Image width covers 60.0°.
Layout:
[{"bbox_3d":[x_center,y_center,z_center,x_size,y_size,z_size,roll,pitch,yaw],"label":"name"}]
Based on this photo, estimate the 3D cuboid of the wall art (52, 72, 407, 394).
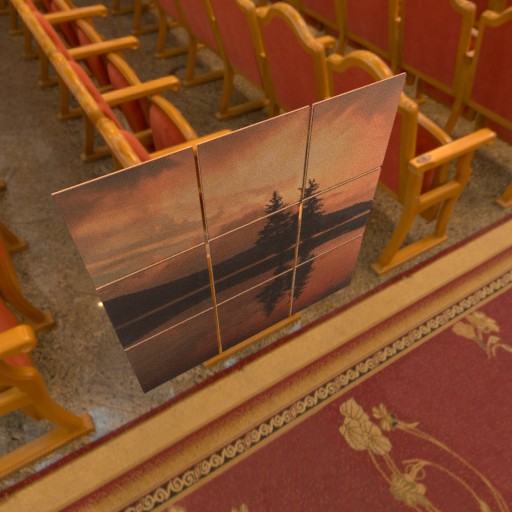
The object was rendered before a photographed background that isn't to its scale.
[{"bbox_3d":[0.000,0.000,2.247,1.520,1.525,0.013,-25,54,-20],"label":"wall art"}]
